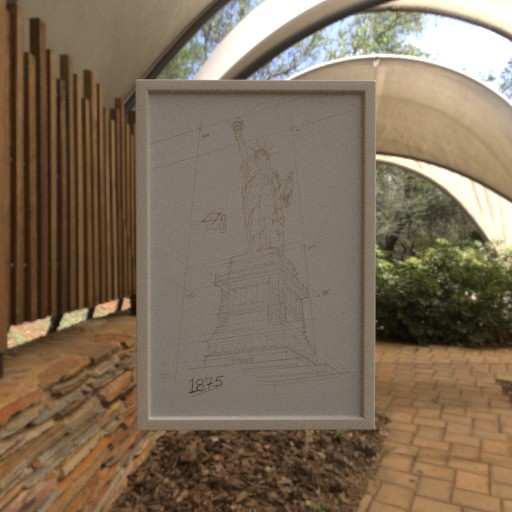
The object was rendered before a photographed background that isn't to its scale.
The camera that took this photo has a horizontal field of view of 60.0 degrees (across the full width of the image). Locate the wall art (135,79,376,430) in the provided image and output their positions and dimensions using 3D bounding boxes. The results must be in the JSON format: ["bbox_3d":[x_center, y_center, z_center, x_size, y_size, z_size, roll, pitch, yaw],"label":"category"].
[{"bbox_3d":[0.000,0.000,1.040,0.556,0.813,0.026,0,1,-1],"label":"wall art"}]
